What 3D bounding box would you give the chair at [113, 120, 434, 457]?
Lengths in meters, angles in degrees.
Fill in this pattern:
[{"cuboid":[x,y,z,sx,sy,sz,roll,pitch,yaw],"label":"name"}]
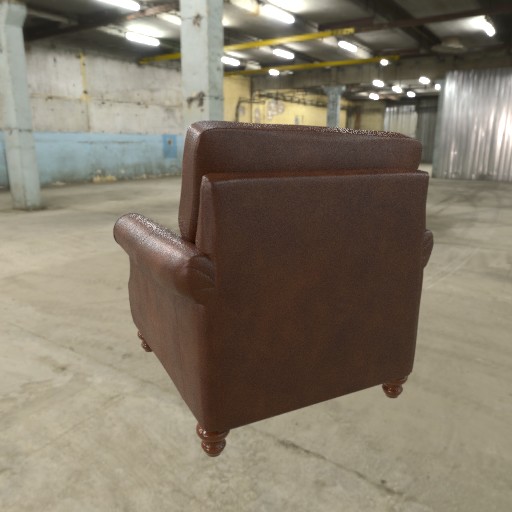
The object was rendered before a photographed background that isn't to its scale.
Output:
[{"cuboid":[0.000,0.000,1.754,0.989,0.972,0.992,-7,15,-26],"label":"chair"}]
